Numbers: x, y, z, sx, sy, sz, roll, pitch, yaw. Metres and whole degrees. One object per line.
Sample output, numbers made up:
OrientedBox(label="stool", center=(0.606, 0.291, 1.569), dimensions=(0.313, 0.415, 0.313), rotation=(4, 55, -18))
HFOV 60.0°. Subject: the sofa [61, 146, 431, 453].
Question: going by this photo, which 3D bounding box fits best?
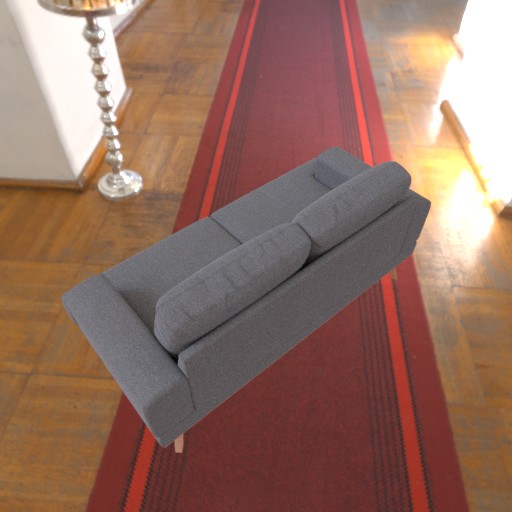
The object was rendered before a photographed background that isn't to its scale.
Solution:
OrientedBox(label="sofa", center=(0.000, 0.000, 2.119), dimensions=(1.650, 0.810, 0.785), rotation=(-32, 55, -26))
